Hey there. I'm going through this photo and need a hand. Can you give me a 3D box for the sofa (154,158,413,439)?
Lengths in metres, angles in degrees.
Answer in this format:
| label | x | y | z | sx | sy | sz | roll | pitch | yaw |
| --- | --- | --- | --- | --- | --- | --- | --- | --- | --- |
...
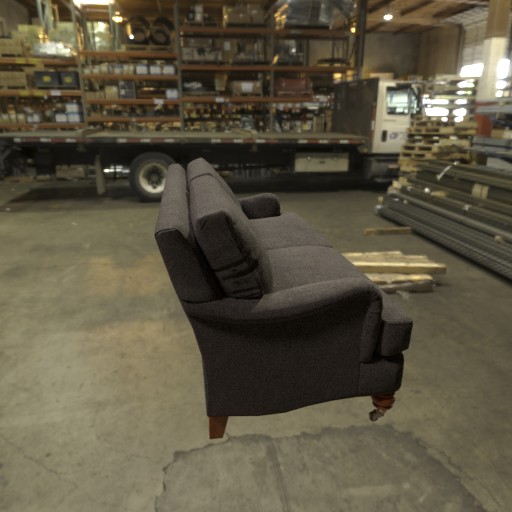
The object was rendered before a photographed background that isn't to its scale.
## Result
| label | x | y | z | sx | sy | sz | roll | pitch | yaw |
| --- | --- | --- | --- | --- | --- | --- | --- | --- | --- |
| sofa | 0.000 | 0.000 | 2.797 | 1.087 | 1.054 | 2.160 | -3 | 18 | -9 |
